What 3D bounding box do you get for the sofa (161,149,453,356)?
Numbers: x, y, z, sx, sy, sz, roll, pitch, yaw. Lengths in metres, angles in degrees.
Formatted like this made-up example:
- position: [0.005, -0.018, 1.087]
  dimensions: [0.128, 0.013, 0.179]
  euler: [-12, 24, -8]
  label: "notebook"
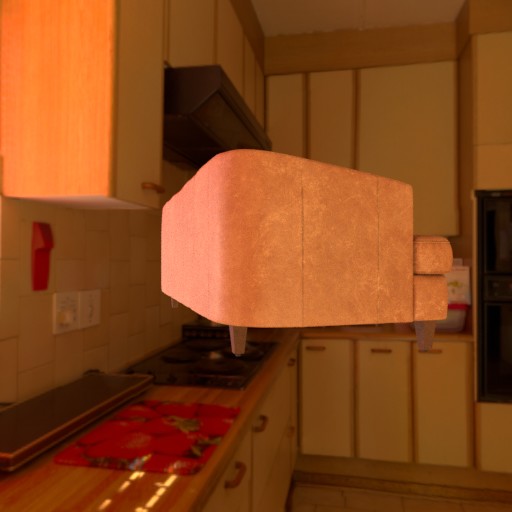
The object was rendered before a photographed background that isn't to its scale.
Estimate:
- position: [0.000, 0.000, 2.662]
  dimensions: [0.922, 0.791, 2.257]
  euler: [0, -1, -18]
  label: "sofa"
